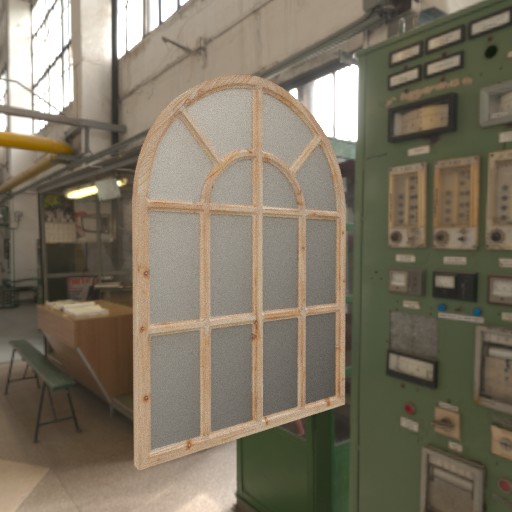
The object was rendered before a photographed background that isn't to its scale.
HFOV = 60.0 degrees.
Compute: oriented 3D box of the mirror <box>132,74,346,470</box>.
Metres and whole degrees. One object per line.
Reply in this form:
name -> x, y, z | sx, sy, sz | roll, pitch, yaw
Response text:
mirror -> 0.000, 0.000, 1.161 | 0.660, 0.920, 0.032 | -1, 2, -37
